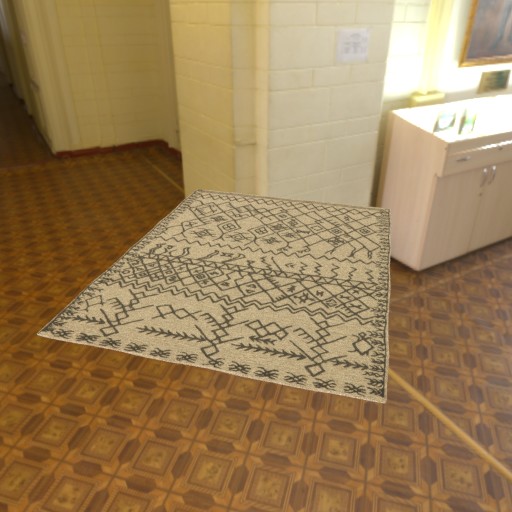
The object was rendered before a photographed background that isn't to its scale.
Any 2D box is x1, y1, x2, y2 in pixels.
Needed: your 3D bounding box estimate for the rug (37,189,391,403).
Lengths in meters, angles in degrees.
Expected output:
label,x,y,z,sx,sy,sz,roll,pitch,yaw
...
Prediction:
label,x,y,z,sx,sy,sz,roll,pitch,yaw
rug,0.000,0.000,3.346,1.964,0.025,2.455,8,30,13
